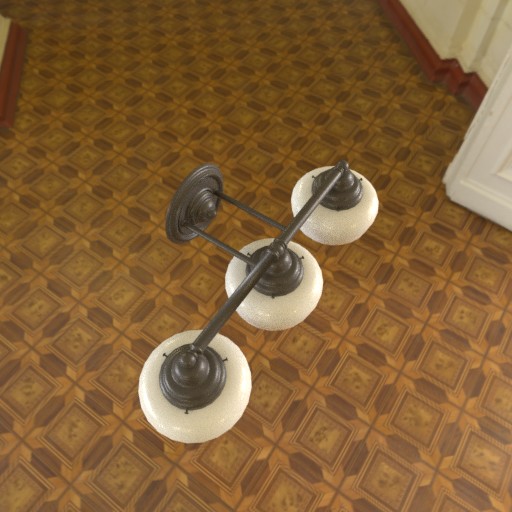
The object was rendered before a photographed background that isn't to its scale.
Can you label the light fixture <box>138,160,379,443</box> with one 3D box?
[{"bbox_3d":[0.000,0.000,0.723,0.239,0.242,0.587,30,61,18],"label":"light fixture"}]
